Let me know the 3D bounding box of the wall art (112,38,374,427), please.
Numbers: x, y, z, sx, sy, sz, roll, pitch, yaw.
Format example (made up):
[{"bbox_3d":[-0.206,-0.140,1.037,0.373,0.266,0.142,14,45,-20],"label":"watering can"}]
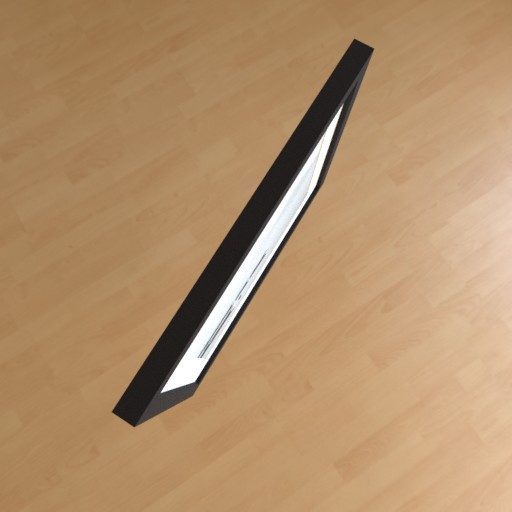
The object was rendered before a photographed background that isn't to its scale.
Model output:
[{"bbox_3d":[0.000,0.000,0.756,0.030,0.454,0.554,31,78,7],"label":"wall art"}]
